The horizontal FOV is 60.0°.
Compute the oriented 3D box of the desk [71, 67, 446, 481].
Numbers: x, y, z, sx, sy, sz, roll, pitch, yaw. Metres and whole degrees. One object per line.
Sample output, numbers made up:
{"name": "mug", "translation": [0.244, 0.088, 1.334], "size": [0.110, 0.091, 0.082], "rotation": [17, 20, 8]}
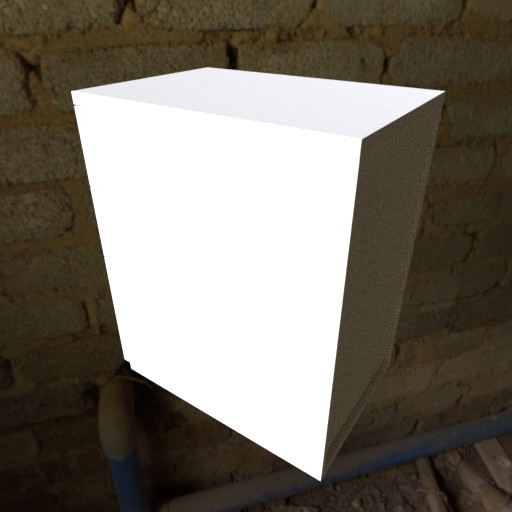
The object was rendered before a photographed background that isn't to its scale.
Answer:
{"name": "desk", "translation": [0.000, 0.000, 1.030], "size": [0.600, 0.730, 0.404], "rotation": [19, 35, 29]}
